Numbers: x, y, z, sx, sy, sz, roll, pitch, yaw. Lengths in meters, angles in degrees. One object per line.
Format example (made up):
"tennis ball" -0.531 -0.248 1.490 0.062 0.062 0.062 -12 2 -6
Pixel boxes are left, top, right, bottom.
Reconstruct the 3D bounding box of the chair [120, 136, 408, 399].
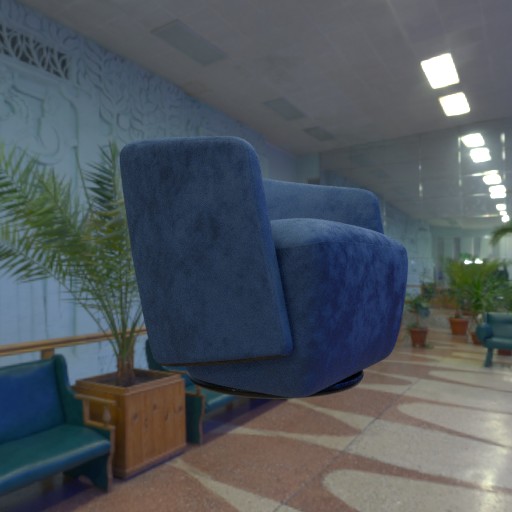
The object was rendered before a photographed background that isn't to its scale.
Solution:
"chair" 0.000 0.000 1.345 0.767 0.698 0.773 -1 -3 35
